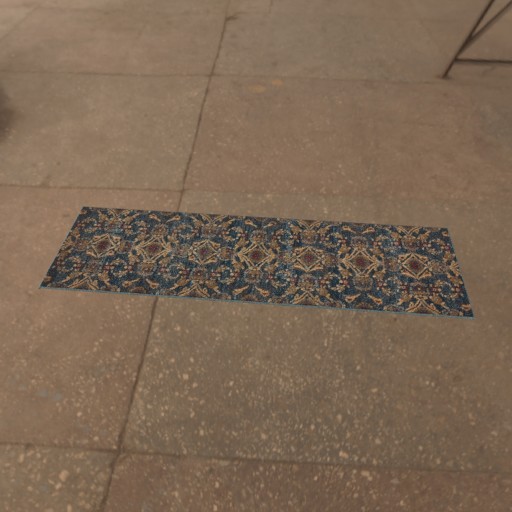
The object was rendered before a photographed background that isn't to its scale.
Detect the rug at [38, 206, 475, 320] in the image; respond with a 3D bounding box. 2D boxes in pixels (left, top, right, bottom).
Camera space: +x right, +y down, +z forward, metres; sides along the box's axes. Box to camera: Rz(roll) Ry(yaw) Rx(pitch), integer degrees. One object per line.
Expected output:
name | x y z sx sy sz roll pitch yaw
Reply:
rug | 0.000 0.000 2.544 2.292 0.014 0.685 4 47 3
